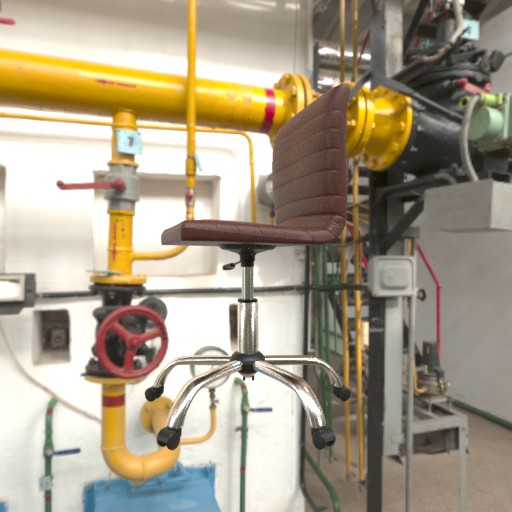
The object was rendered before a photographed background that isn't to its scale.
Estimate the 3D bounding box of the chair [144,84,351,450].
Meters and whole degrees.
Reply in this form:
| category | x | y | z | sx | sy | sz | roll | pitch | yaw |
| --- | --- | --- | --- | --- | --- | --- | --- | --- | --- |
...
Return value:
| category | x | y | z | sx | sy | sz | roll | pitch | yaw |
| --- | --- | --- | --- | --- | --- | --- | --- | --- | --- |
| chair | 0.000 | 0.000 | 1.127 | 0.530 | 0.780 | 0.556 | 0 | 0 | -18 |
